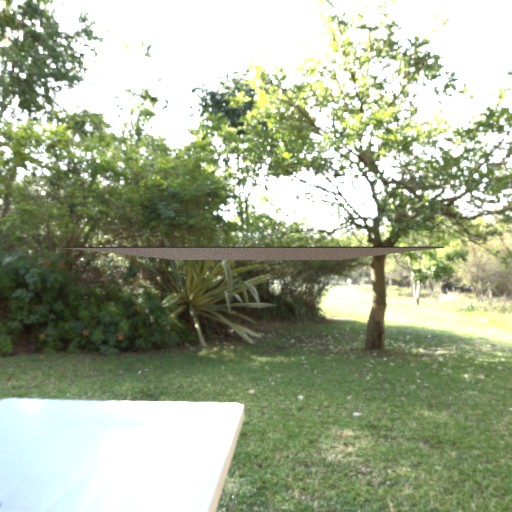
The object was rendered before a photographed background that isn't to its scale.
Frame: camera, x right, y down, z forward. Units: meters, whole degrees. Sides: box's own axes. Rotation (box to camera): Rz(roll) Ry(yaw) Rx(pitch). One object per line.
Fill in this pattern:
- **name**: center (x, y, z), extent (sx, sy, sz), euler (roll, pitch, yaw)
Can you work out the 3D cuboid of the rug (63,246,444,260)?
- **rug**: center (0.000, 0.000, 2.963), extent (1.528, 0.005, 2.420), euler (0, -2, 0)
